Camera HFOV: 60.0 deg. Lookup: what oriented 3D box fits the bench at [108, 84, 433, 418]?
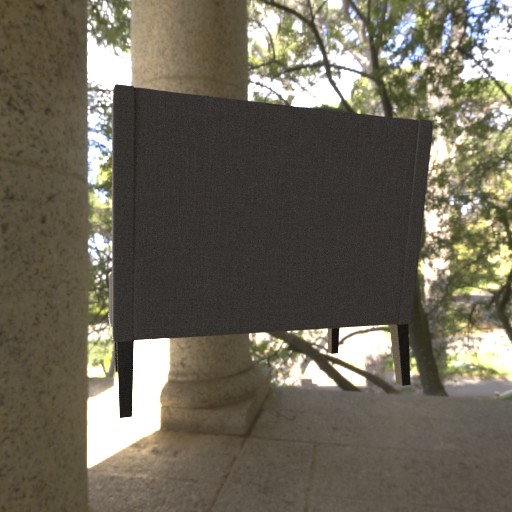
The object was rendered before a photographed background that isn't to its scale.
[{"bbox_3d":[0.000,0.000,2.022,1.276,1.121,0.842,0,0,-19],"label":"bench"}]
